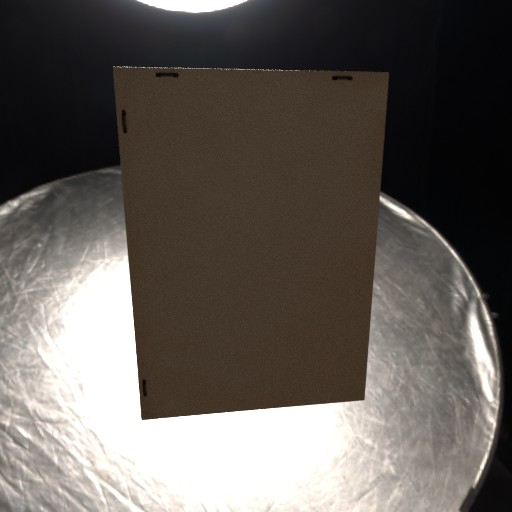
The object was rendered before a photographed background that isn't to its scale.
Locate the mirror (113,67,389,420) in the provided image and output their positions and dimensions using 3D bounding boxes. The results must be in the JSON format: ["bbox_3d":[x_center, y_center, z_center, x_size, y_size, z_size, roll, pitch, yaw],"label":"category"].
[{"bbox_3d":[0.000,0.000,0.914,0.507,0.710,0.039,-2,16,-8],"label":"mirror"}]
